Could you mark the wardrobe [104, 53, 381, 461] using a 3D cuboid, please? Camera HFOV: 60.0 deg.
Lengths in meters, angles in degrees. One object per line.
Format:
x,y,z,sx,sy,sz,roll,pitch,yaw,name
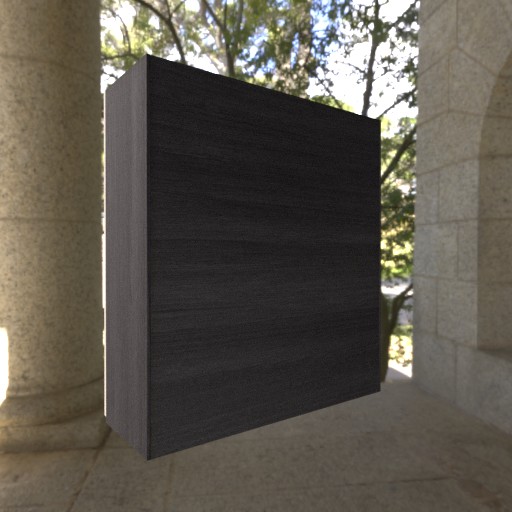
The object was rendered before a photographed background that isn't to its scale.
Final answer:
0.000,0.000,2.909,1.780,1.960,0.629,0,0,-37,wardrobe
